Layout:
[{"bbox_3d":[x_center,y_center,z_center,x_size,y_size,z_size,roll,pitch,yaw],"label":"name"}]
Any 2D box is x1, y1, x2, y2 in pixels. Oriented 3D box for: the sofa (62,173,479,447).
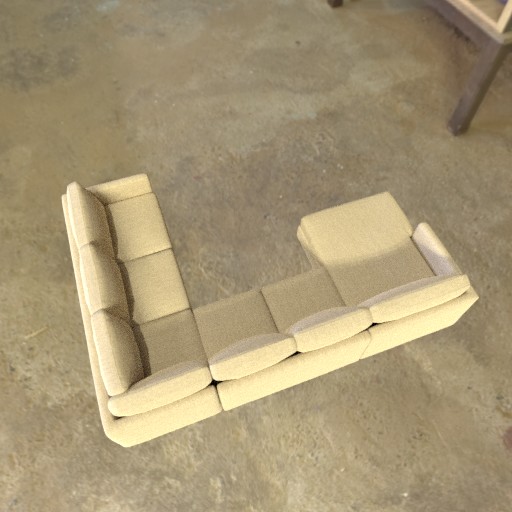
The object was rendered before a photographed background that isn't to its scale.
[{"bbox_3d":[0.000,0.000,4.568,3.460,0.961,2.594,-17,60,-10],"label":"sofa"}]
